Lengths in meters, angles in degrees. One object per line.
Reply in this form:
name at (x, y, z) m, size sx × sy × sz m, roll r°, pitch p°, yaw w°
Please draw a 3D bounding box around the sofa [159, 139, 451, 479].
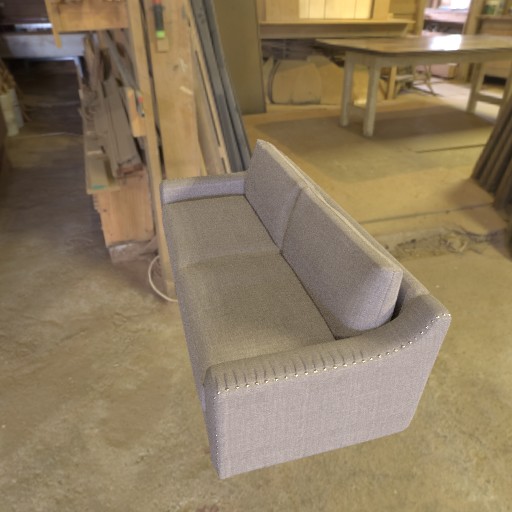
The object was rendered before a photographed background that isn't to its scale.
sofa at (0.000, 0.000, 2.672) m, size 1.000 × 0.857 × 2.208 m, roll -8°, pitch 32°, yaw -13°
